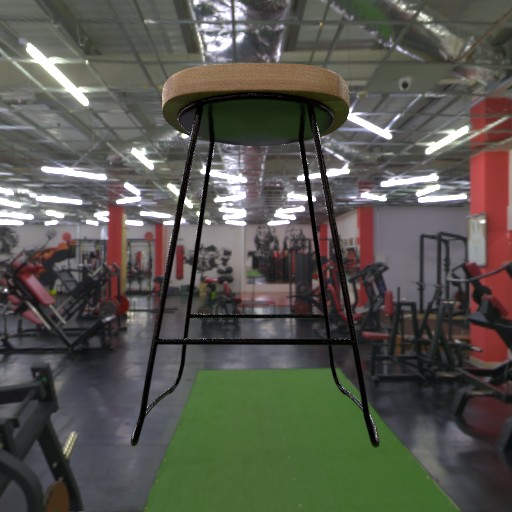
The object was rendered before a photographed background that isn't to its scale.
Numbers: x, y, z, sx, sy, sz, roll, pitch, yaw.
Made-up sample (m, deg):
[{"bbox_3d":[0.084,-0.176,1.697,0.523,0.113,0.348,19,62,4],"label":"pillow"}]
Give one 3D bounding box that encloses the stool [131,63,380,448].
[{"bbox_3d":[0.000,0.000,0.950,0.480,0.679,0.401,0,-1,1],"label":"stool"}]
